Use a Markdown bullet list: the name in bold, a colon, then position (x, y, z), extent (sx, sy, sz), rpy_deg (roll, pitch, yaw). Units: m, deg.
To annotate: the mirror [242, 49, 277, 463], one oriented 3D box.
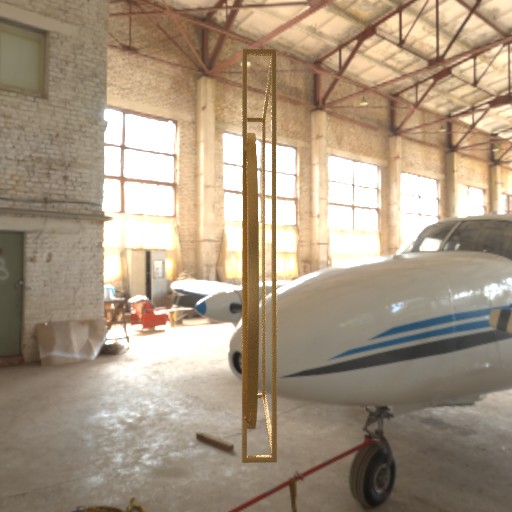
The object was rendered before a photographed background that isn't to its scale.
- **mirror**: position (0.000, 0.000, 0.803), extent (0.051, 0.603, 0.508), rpy_deg (0, -1, -2)
